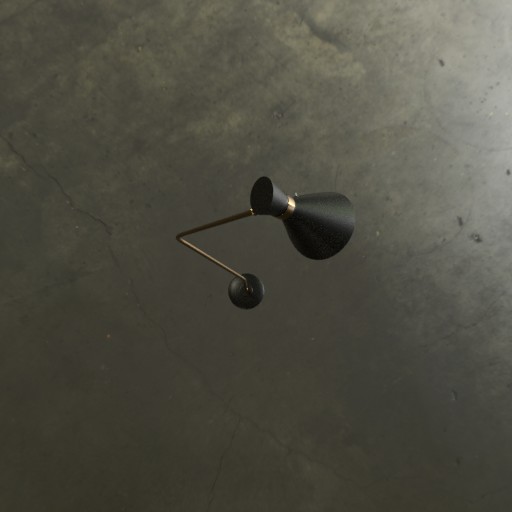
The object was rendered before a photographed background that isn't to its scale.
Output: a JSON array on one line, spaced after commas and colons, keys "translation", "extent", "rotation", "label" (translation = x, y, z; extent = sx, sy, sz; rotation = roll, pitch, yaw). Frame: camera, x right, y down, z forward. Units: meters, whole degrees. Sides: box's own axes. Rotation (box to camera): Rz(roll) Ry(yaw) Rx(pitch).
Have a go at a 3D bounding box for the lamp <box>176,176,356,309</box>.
[{"translation": [0.000, 0.000, 1.606], "extent": [0.467, 1.438, 0.277], "rotation": [34, 79, 8], "label": "lamp"}]
